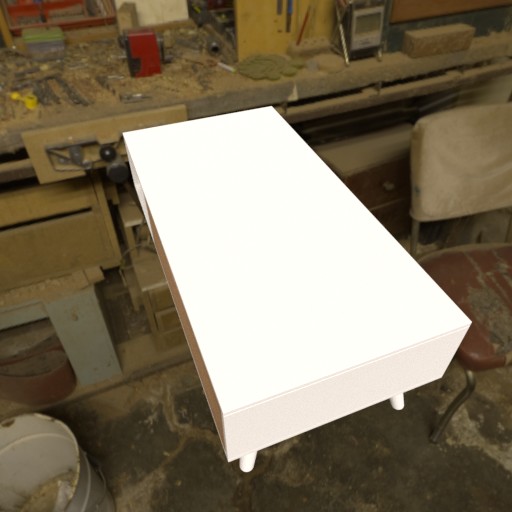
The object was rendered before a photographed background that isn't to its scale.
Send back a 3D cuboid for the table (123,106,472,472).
[{"bbox_3d":[0.000,0.000,1.498,0.609,0.432,1.194,-15,46,-15],"label":"table"}]
